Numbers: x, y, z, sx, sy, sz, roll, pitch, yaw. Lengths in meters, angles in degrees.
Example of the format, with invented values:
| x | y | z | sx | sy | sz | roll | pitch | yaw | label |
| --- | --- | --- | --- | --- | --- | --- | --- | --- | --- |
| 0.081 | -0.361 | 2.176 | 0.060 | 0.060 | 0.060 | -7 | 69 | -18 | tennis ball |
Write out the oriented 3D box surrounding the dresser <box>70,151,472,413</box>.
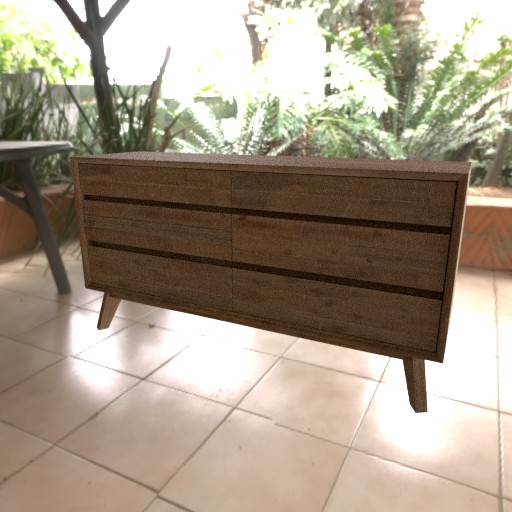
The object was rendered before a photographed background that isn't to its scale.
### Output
| x | y | z | sx | sy | sz | roll | pitch | yaw | label |
| --- | --- | --- | --- | --- | --- | --- | --- | --- | --- |
| 0.000 | 0.000 | 1.882 | 1.554 | 0.805 | 0.455 | 8 | 18 | 25 | dresser |
